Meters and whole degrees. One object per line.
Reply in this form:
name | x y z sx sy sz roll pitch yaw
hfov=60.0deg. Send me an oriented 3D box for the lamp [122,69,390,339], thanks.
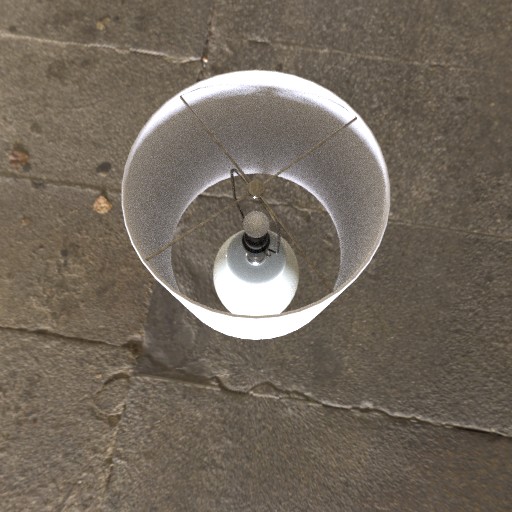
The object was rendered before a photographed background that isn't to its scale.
lamp | 0.000 0.000 0.576 0.217 0.453 0.217 -35 78 -9
